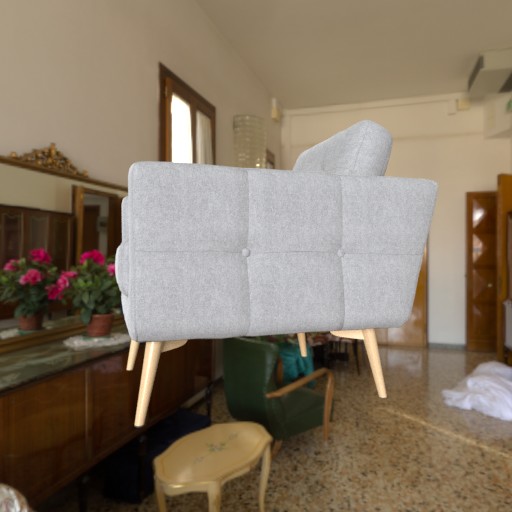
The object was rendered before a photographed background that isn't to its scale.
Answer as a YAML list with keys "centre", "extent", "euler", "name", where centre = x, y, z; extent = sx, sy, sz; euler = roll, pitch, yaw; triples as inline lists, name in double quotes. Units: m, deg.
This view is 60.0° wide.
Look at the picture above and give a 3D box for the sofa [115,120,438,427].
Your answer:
- centre: [0.000, 0.000, 1.523]
  extent: [0.920, 0.860, 0.770]
  euler: [0, 0, -18]
  name: "sofa"
